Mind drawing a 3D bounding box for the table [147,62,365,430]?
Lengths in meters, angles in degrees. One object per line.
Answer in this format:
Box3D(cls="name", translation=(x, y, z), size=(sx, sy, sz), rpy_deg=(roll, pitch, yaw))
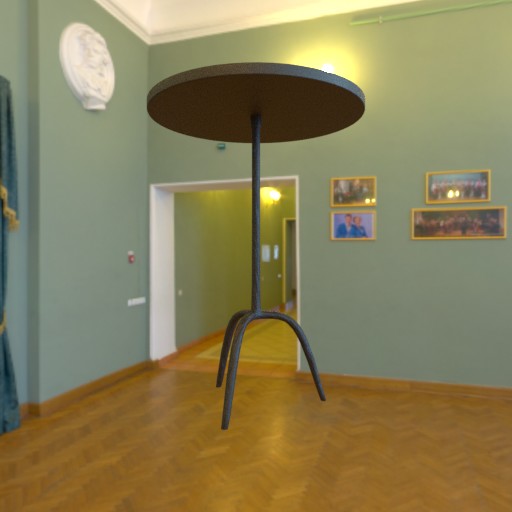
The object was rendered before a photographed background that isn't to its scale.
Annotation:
Box3D(cls="table", translation=(0.000, 0.000, 1.050), size=(0.502, 0.700, 0.502), rpy_deg=(0, 0, 17))
